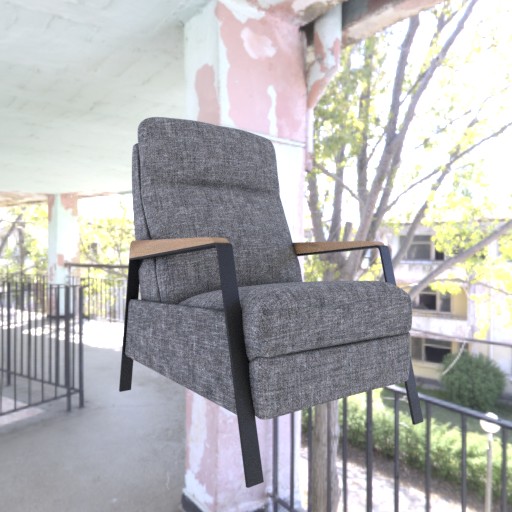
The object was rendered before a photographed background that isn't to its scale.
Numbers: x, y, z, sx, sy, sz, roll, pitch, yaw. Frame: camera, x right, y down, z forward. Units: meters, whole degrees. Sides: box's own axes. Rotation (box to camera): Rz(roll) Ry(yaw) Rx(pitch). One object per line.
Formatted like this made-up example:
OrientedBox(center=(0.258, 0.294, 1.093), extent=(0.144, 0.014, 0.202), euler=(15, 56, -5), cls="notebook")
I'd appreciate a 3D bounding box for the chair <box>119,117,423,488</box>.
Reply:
OrientedBox(center=(0.000, 0.000, 1.543), extent=(0.671, 1.042, 0.868), euler=(0, 1, -36), cls="chair")
